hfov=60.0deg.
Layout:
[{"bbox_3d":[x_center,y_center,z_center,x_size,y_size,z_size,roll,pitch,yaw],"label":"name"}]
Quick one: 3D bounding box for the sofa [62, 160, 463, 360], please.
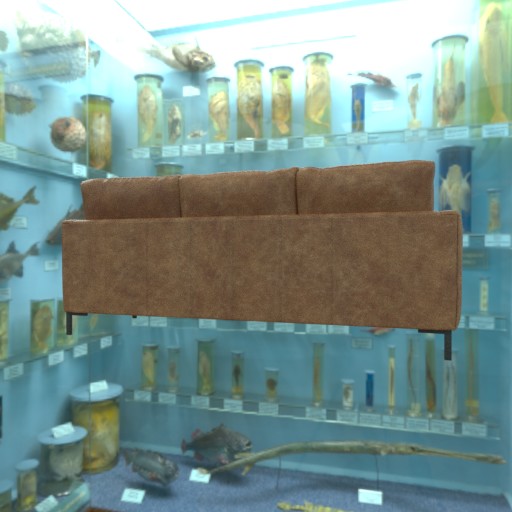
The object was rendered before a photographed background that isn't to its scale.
[{"bbox_3d":[0.000,0.000,2.473,2.029,0.863,0.748,0,0,17],"label":"sofa"}]
